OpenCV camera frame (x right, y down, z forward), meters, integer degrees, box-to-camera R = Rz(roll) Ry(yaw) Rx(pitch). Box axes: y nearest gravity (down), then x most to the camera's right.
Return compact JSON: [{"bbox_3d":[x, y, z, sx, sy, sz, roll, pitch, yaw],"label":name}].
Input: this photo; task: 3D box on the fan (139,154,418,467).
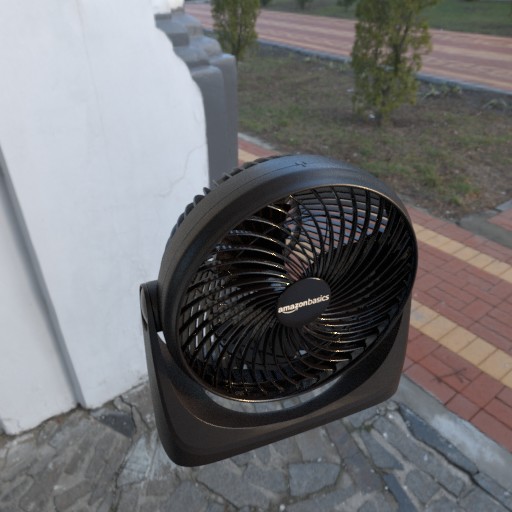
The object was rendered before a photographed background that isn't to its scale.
[{"bbox_3d":[0.000,0.000,0.476,0.273,0.277,0.256,-12,35,-18],"label":"fan"}]
